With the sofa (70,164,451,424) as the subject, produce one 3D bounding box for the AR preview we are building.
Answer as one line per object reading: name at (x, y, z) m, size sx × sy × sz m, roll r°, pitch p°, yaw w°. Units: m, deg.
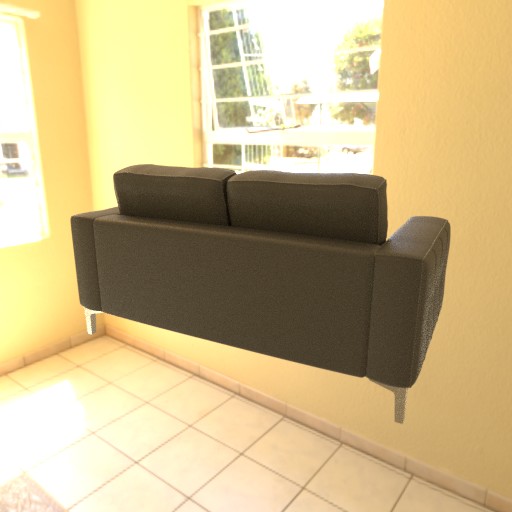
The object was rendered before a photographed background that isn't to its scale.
sofa at (0.000, 0.000, 2.224) m, size 1.726 × 0.892 × 0.833 m, roll 8°, pitch 18°, yaw 27°
